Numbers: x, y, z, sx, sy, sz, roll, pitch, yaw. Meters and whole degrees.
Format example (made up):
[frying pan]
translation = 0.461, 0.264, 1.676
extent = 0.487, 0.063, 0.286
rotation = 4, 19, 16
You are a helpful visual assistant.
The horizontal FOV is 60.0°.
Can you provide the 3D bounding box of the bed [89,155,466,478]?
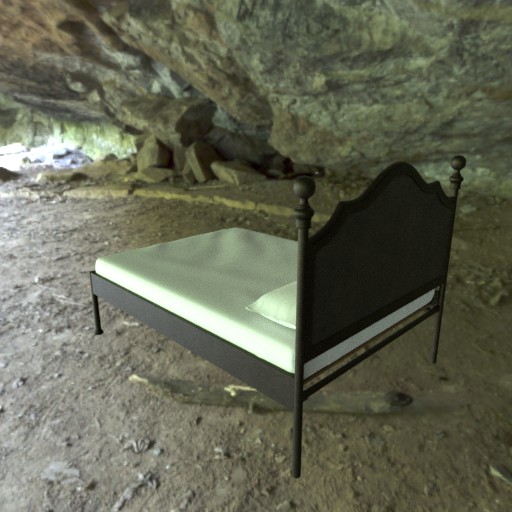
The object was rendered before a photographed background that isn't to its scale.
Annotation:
[bed]
translation = 0.000, 0.000, 3.256
extent = 1.642, 1.499, 2.224
rotation = -16, 23, -42
